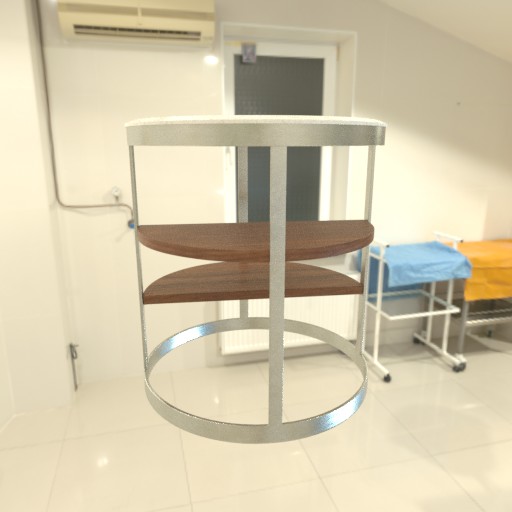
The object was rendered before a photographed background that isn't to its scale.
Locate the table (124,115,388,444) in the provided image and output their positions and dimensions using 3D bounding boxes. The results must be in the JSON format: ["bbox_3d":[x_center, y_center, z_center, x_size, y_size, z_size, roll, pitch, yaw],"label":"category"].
[{"bbox_3d":[0.000,0.000,0.768,0.407,0.447,0.407,0,14,0],"label":"table"}]
